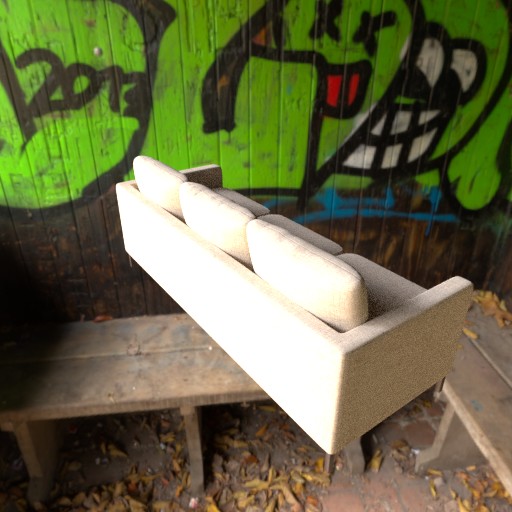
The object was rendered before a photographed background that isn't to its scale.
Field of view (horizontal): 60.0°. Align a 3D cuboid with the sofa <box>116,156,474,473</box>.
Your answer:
[{"bbox_3d":[0.000,0.000,2.646,0.859,0.874,2.218,-19,34,-31],"label":"sofa"}]
